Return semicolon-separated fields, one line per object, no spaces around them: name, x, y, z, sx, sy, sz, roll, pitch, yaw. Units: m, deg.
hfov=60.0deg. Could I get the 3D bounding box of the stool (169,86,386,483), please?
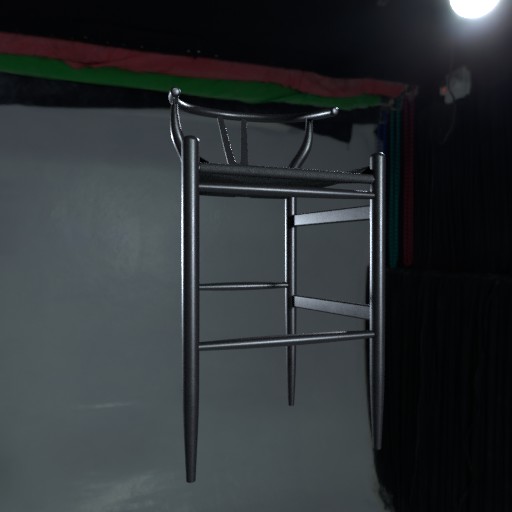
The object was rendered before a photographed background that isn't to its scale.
stool;0.000;0.000;1.399;0.569;1.072;0.579;0;0;-20
